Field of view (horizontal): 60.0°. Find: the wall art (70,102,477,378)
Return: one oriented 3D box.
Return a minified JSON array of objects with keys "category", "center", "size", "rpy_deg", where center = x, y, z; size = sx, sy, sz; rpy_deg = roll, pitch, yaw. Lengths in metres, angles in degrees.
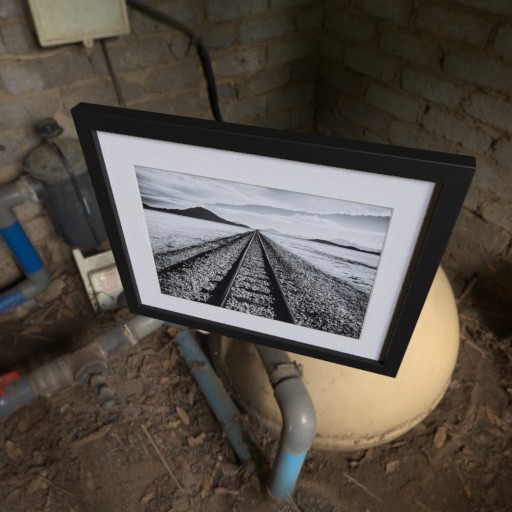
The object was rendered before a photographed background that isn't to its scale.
[{"category":"wall art","center":[0.000,0.000,0.752],"size":[0.559,0.458,0.029],"rpy_deg":[12,44,12]}]
